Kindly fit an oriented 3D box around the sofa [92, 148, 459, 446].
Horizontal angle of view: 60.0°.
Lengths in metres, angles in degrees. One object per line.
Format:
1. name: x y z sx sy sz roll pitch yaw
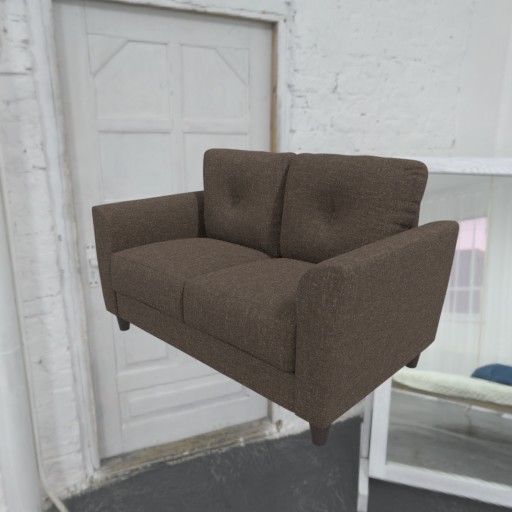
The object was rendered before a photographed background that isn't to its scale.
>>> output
1. sofa: 0.000 0.000 1.970 1.423 0.885 0.851 15 22 42
